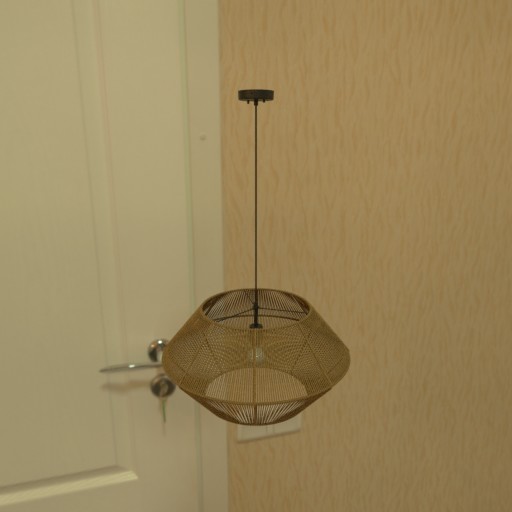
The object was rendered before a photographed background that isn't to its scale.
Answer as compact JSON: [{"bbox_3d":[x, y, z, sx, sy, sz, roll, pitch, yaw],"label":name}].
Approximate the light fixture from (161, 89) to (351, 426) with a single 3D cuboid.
[{"bbox_3d":[0.000,0.000,1.441,0.643,1.009,0.643,0,15,0],"label":"light fixture"}]
